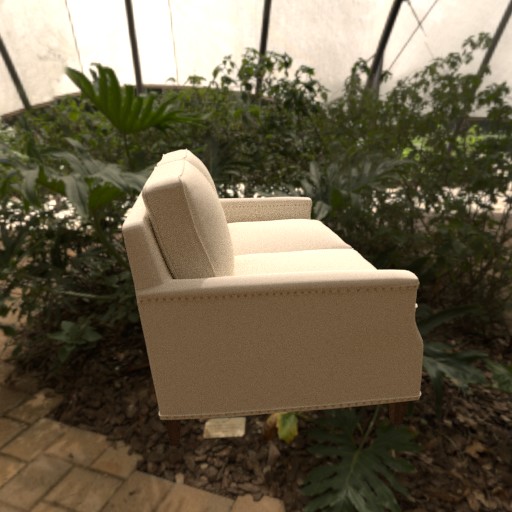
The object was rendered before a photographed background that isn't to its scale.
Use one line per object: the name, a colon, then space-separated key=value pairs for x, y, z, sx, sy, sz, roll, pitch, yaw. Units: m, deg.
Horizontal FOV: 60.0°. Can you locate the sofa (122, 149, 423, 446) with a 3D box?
sofa: x=0.000 y=0.000 z=2.266 sx=1.084 sy=1.003 sz=1.597 roll=-2 pitch=18 yaw=-8
